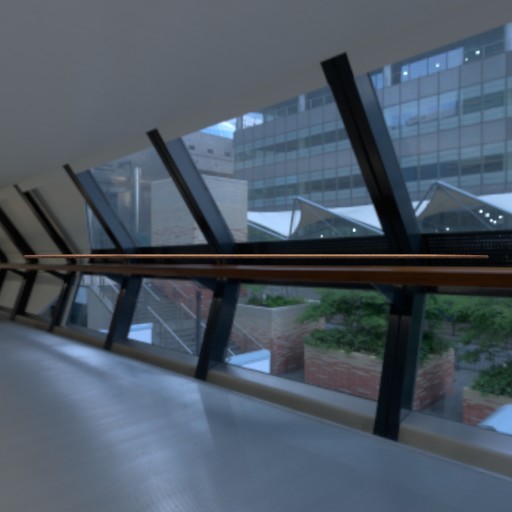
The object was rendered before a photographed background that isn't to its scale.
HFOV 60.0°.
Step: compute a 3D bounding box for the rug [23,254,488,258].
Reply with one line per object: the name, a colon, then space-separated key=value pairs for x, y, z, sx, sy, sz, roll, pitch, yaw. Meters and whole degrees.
rug: x=0.000 y=0.000 z=2.695 sx=2.439 sy=0.017 sz=0.764 roll=0 pitch=1 yaw=0
